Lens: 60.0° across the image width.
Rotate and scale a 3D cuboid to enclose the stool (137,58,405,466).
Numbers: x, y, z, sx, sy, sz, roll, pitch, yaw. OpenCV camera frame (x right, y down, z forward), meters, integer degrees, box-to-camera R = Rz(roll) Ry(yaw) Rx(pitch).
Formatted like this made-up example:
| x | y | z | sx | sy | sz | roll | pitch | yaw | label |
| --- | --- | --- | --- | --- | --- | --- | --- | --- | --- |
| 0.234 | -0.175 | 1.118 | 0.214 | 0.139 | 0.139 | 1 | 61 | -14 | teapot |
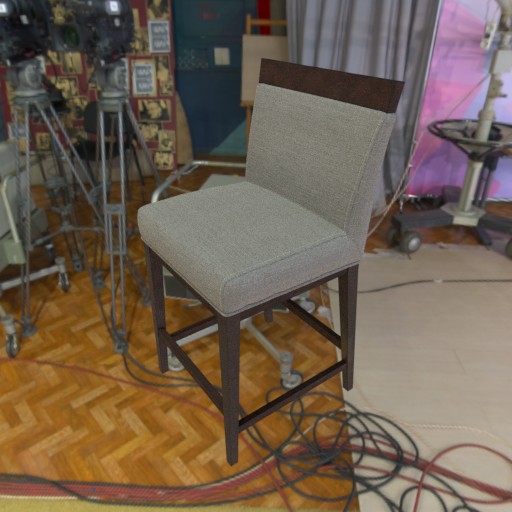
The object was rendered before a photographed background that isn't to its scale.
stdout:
| x | y | z | sx | sy | sz | roll | pitch | yaw | label |
| --- | --- | --- | --- | --- | --- | --- | --- | --- | --- |
| 0.000 | 0.000 | 1.318 | 0.531 | 1.009 | 0.512 | -20 | 36 | -30 | stool |
